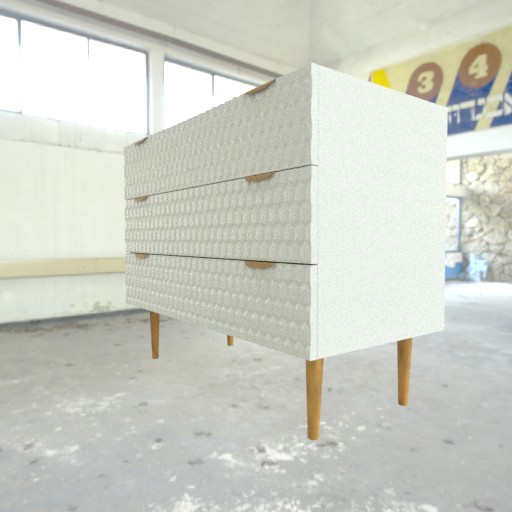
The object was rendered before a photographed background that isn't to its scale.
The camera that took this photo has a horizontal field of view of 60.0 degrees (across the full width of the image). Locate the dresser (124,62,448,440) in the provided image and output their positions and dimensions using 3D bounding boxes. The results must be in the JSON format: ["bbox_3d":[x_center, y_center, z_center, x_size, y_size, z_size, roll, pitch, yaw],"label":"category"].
[{"bbox_3d":[0.000,0.000,1.289,0.457,0.721,0.905,-2,3,-37],"label":"dresser"}]
